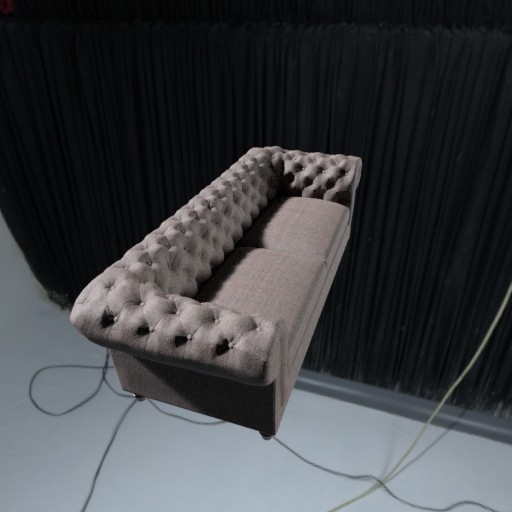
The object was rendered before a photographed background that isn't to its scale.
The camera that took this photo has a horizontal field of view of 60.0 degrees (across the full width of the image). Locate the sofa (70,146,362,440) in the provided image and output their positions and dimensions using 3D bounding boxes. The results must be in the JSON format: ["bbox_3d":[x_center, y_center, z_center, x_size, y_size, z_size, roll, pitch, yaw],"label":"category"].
[{"bbox_3d":[0.000,0.000,2.814,0.944,0.787,2.385,10,32,17],"label":"sofa"}]
